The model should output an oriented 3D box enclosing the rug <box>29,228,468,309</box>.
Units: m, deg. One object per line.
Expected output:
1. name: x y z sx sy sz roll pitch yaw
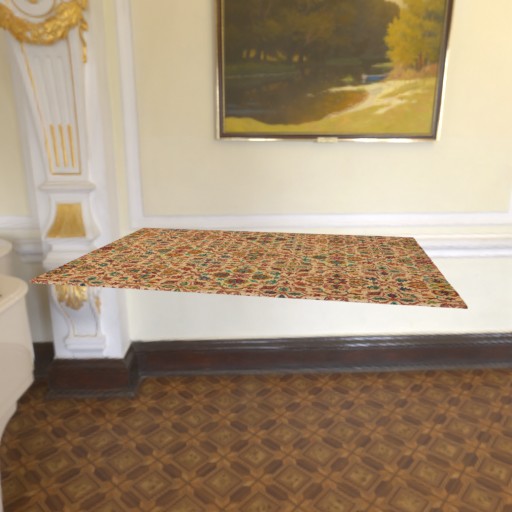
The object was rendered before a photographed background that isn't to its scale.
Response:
1. rug: 0.000 0.000 3.004 2.297 0.018 1.541 3 15 10
